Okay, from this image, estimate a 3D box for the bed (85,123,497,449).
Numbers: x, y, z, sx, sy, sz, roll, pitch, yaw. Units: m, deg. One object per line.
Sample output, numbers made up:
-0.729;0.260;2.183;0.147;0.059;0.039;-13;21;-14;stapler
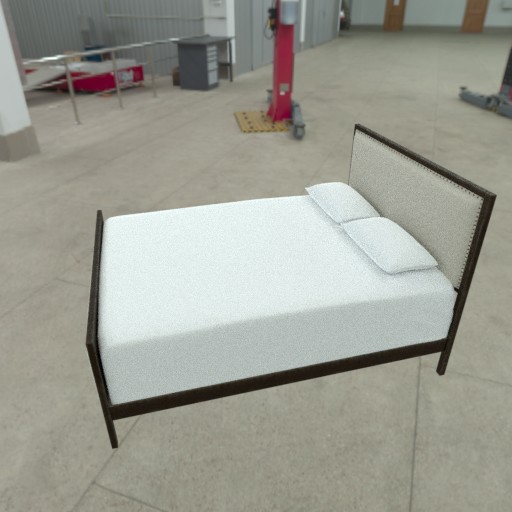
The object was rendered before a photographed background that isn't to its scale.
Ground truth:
0.000;0.000;3.103;2.221;1.313;1.607;-8;31;-13;bed
